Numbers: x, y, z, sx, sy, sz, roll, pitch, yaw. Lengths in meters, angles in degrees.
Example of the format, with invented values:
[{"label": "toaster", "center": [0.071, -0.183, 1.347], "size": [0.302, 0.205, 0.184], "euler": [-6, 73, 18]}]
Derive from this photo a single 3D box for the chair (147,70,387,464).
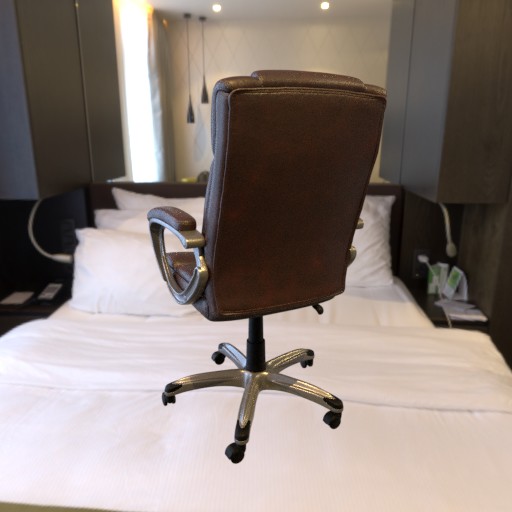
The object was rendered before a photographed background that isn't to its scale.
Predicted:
[{"label": "chair", "center": [0.000, 0.000, 1.543], "size": [0.656, 1.128, 0.692], "euler": [-8, 17, -26]}]
